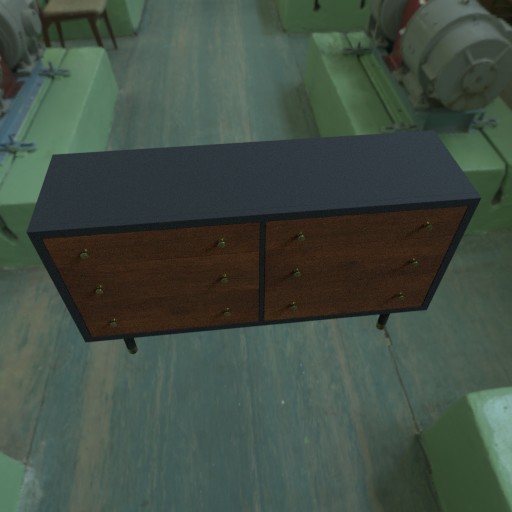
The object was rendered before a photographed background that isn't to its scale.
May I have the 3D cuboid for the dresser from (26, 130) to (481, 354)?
[{"bbox_3d":[0.000,0.000,1.969,1.558,0.872,0.463,-5,48,-4],"label":"dresser"}]
